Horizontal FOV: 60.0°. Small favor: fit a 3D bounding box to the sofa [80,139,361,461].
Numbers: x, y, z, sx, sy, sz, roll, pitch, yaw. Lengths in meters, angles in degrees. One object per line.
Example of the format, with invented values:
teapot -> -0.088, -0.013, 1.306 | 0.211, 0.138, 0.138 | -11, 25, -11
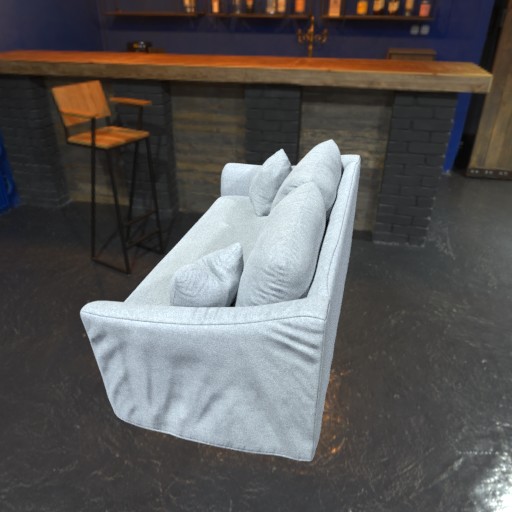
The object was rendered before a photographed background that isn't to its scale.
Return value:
sofa -> 0.000, 0.000, 2.675 | 1.072, 1.018, 2.010 | 8, 31, 13
